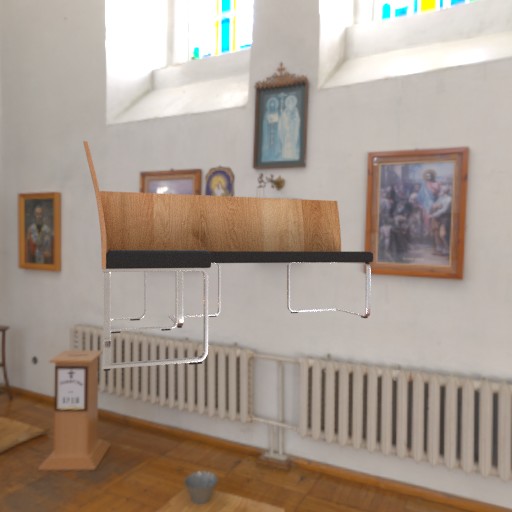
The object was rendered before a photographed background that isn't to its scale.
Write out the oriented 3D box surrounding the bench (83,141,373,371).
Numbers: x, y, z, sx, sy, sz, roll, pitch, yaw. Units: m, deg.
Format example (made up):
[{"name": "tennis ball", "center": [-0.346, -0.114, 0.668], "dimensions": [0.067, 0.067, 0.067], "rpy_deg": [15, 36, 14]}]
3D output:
[{"name": "bench", "center": [0.000, 0.000, 2.786], "dimensions": [1.945, 0.930, 1.495], "rpy_deg": [0, 0, -18]}]
